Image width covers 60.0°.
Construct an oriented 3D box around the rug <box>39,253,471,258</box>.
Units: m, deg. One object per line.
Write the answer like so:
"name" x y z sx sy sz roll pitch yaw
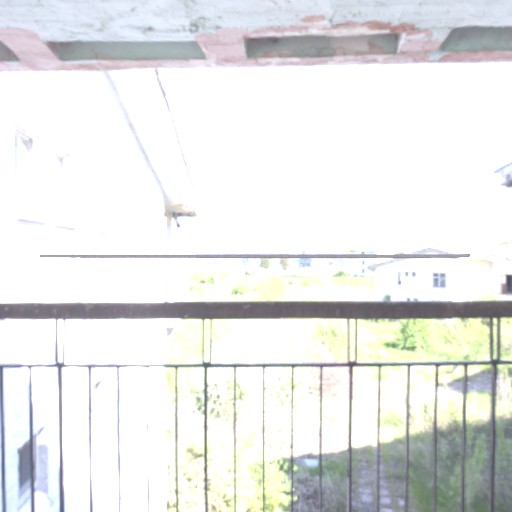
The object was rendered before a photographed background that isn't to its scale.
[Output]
"rug" 0.000 0.000 3.981 2.434 0.032 3.007 0 0 1
